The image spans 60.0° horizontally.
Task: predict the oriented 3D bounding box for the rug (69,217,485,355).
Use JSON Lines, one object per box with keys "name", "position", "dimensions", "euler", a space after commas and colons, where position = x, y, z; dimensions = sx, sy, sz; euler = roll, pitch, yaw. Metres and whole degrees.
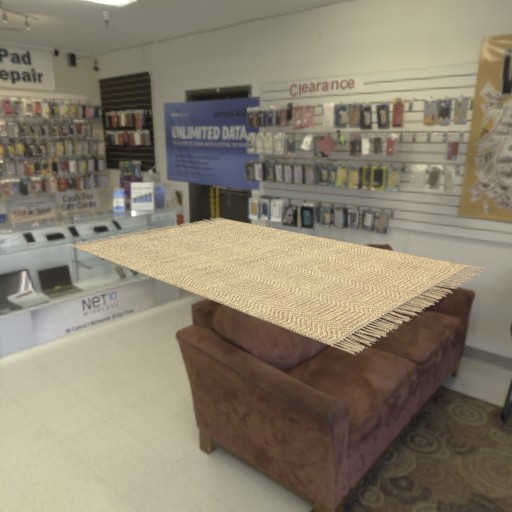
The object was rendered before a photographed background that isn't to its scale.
{"name": "rug", "position": [0.000, 0.000, 3.058], "dimensions": [2.523, 0.034, 1.528], "euler": [14, 21, 42]}
